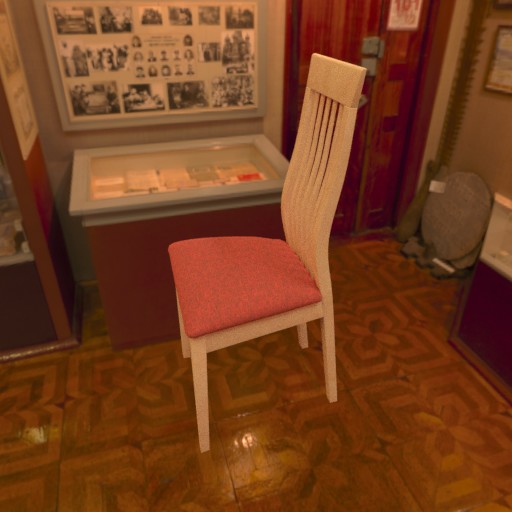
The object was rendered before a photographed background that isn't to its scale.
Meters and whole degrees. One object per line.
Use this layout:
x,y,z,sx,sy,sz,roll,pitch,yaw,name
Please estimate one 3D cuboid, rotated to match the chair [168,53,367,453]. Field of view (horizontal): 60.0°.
0.000,0.000,1.276,0.474,1.027,0.460,-8,32,-13,chair
